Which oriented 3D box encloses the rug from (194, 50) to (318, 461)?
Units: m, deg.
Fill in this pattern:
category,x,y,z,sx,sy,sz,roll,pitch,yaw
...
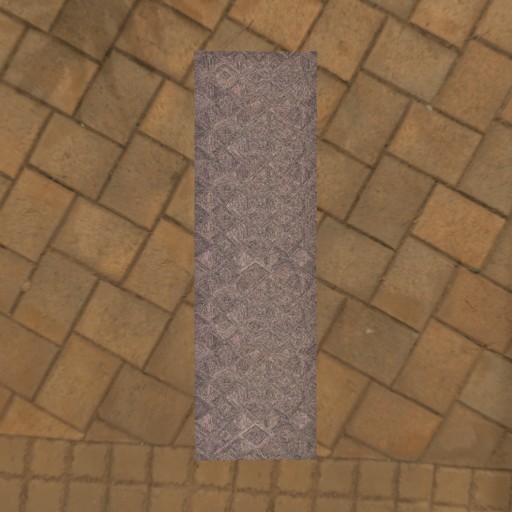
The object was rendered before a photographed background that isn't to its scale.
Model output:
category,x,y,z,sx,sy,sz,roll,pitch,yaw
rug,0.000,0.000,2.483,0.691,0.011,2.296,0,90,-2
